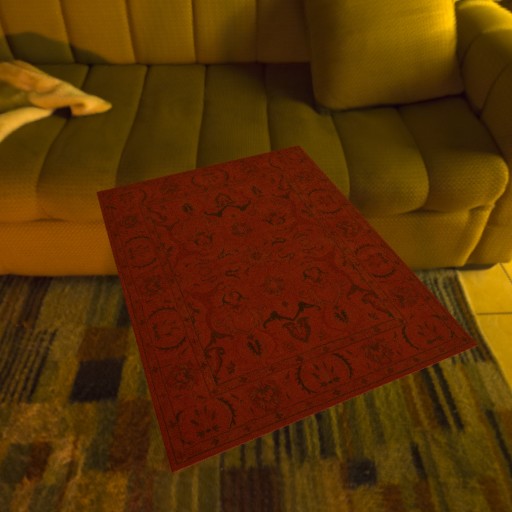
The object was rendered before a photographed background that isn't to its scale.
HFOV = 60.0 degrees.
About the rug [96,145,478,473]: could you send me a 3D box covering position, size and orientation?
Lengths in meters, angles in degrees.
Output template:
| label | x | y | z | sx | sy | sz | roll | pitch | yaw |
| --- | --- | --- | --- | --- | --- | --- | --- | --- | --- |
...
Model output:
| label | x | y | z | sx | sy | sz | roll | pitch | yaw |
| --- | --- | --- | --- | --- | --- | --- | --- | --- | --- |
| rug | 0.000 | 0.000 | 3.870 | 2.300 | 0.012 | 2.929 | -17 | 48 | -16 |
